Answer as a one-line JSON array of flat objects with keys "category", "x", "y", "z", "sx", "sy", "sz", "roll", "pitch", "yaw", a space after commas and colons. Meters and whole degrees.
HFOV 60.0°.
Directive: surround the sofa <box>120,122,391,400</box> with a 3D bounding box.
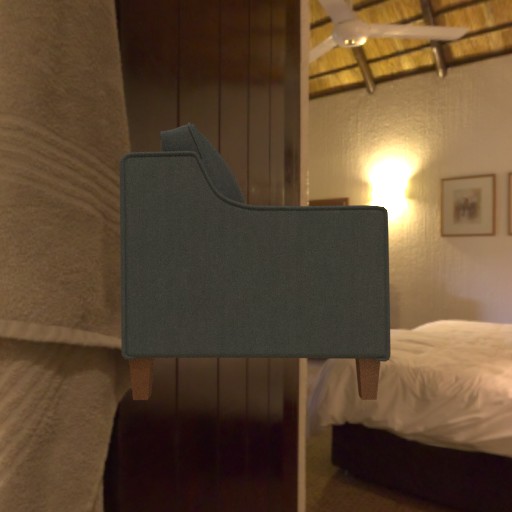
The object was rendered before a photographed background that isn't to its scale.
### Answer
[{"category": "sofa", "x": 0.000, "y": 0.000, "z": 2.456, "sx": 0.911, "sy": 0.974, "sz": 1.986, "roll": 0, "pitch": 0, "yaw": 0}]
